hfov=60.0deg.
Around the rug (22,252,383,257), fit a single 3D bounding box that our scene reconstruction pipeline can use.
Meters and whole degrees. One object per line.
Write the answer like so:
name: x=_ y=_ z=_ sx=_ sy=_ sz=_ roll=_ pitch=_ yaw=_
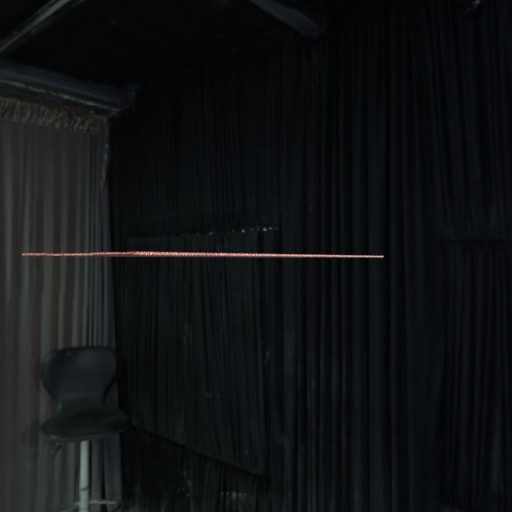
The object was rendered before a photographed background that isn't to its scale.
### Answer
rug: x=0.000 y=0.000 z=2.519 sx=0.687 sy=0.012 sz=2.307 roll=0 pitch=0 yaw=35
